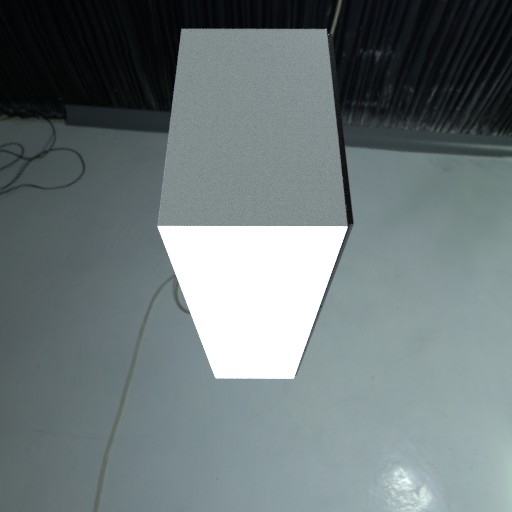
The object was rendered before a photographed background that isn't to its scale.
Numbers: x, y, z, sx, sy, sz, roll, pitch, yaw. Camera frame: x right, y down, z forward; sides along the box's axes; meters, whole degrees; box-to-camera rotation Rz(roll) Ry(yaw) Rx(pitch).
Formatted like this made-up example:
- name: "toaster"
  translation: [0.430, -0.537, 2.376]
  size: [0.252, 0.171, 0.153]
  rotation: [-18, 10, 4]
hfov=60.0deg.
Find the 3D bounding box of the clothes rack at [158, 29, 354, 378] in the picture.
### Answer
- name: "clothes rack"
  translation: [0.000, 0.000, 1.378]
  size: [0.330, 1.187, 0.500]
  rotation: [0, 63, 0]
